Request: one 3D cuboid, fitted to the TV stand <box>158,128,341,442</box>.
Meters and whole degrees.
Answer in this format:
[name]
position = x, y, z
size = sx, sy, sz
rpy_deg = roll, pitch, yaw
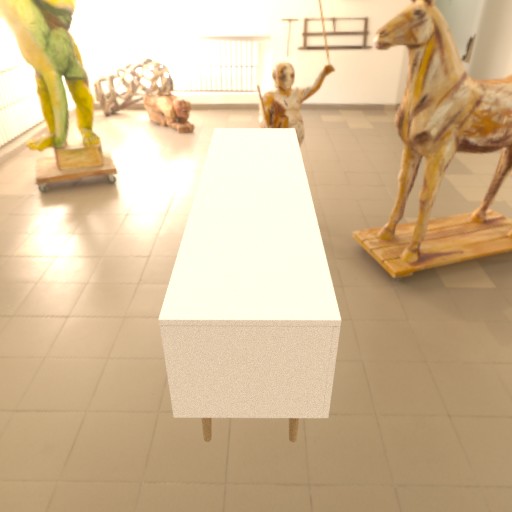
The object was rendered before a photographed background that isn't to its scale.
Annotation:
[TV stand]
position = 0.000, 0.000, 1.666
size = 0.401, 0.560, 1.398
rpy_deg = 0, 32, 0
